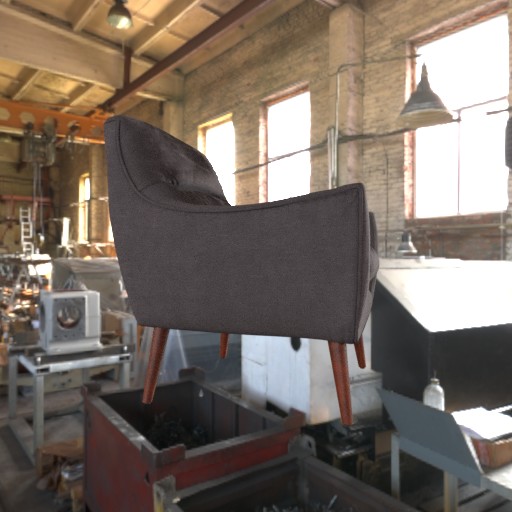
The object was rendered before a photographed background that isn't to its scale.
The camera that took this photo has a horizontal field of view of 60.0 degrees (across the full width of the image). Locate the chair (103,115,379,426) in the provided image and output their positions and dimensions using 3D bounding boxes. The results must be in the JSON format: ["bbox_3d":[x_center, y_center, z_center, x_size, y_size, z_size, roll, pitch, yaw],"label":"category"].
[{"bbox_3d":[0.000,0.000,1.474,0.787,0.838,0.762,0,0,17],"label":"chair"}]
